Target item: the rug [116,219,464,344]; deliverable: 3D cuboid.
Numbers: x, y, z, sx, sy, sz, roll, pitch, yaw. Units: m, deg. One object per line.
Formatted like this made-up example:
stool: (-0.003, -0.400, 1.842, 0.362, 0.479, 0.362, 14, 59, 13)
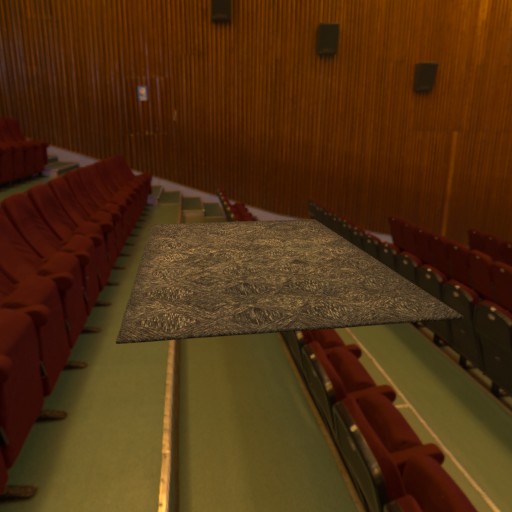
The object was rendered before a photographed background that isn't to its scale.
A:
rug: (0.000, 0.000, 2.237, 1.139, 0.010, 1.754, -3, 16, -9)
